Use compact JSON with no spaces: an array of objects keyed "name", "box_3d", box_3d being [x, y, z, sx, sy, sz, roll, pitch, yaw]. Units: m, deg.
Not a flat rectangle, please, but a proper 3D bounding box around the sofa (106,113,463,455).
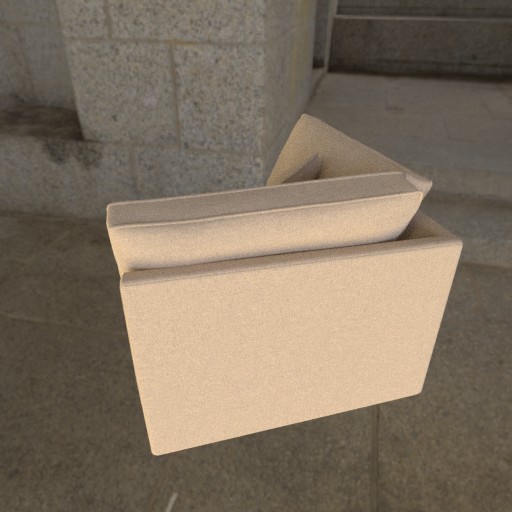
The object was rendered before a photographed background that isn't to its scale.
[{"name":"sofa","box_3d":[0.000,0.000,1.812,1.042,0.937,1.050,-8,33,-13]}]
